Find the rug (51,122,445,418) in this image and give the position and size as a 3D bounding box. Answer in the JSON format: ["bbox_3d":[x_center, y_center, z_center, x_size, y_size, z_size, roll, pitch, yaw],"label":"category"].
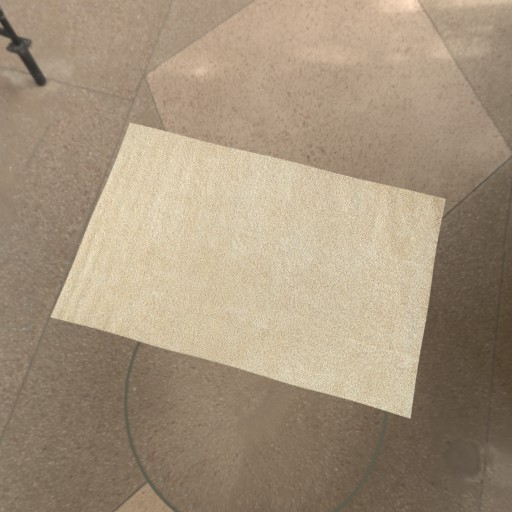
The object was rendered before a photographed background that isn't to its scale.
[{"bbox_3d":[0.000,0.000,2.993,2.346,0.025,1.500,15,74,4],"label":"rug"}]
